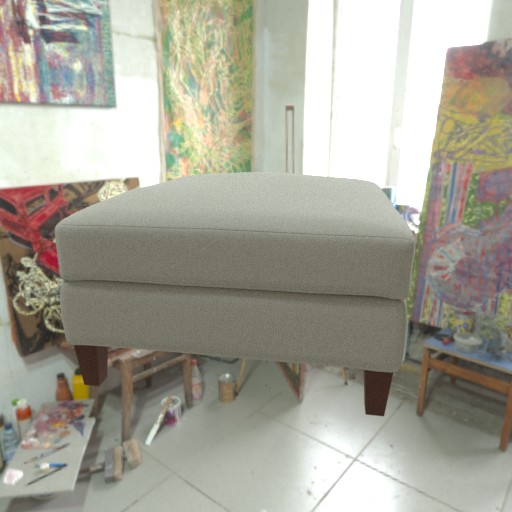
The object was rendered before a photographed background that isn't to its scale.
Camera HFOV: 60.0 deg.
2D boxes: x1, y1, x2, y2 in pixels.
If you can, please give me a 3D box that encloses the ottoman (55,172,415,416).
[{"bbox_3d":[0.000,0.000,1.460,0.836,0.492,0.976,3,16,9],"label":"ottoman"}]
